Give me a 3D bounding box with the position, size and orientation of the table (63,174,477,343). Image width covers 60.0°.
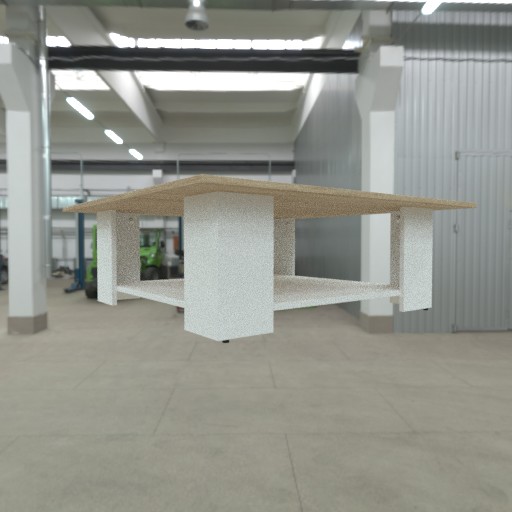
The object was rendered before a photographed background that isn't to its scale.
[{"bbox_3d":[0.000,0.000,1.344,0.890,0.305,0.890,-1,2,-37],"label":"table"}]
